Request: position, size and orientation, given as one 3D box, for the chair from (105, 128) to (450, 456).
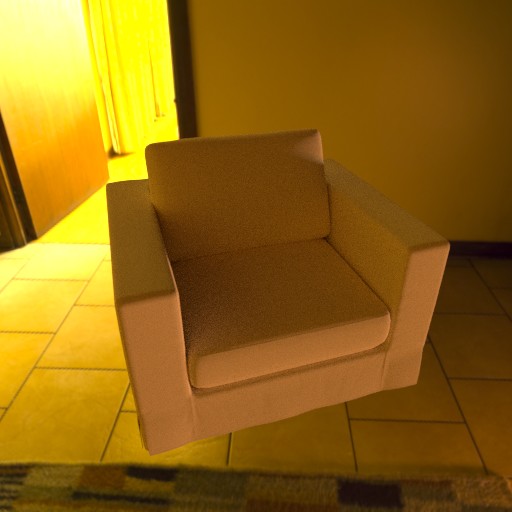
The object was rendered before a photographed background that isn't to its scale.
[{"bbox_3d":[0.000,0.000,1.843,1.150,0.878,0.957,-9,33,-15],"label":"chair"}]
